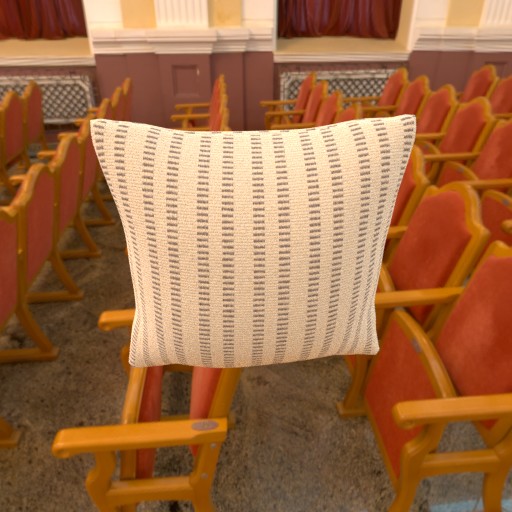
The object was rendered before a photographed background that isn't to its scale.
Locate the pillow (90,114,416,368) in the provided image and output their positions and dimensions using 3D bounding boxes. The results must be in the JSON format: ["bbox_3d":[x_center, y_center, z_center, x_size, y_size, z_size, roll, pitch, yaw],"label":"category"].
[{"bbox_3d":[0.000,0.000,0.682,0.438,0.419,0.247,-2,30,-4],"label":"pillow"}]
